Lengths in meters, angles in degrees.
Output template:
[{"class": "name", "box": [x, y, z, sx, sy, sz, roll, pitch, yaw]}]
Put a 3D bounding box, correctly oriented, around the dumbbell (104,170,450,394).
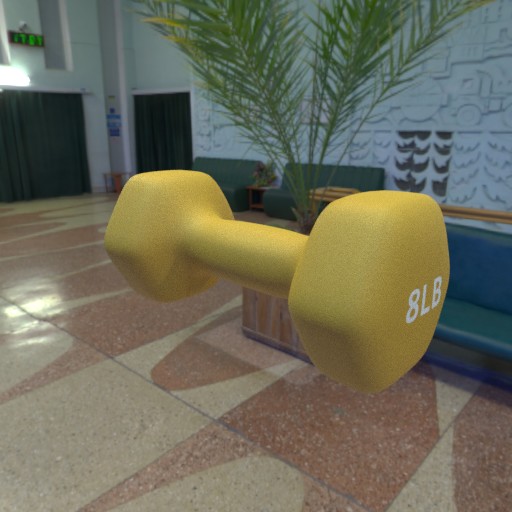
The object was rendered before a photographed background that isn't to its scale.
[{"class": "dumbbell", "box": [0.000, 0.000, 0.241, 0.190, 0.082, 0.090, 15, 22, 42]}]
